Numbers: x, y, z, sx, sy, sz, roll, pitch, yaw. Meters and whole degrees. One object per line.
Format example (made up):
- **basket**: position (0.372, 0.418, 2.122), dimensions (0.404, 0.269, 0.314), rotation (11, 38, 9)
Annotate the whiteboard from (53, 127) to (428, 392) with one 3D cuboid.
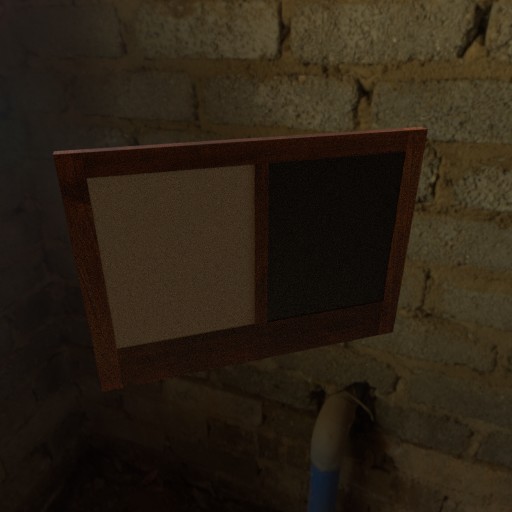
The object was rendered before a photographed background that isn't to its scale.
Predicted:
- **whiteboard**: position (0.000, 0.000, 1.036), dimensions (0.768, 0.553, 0.083), rotation (-8, 28, -15)
